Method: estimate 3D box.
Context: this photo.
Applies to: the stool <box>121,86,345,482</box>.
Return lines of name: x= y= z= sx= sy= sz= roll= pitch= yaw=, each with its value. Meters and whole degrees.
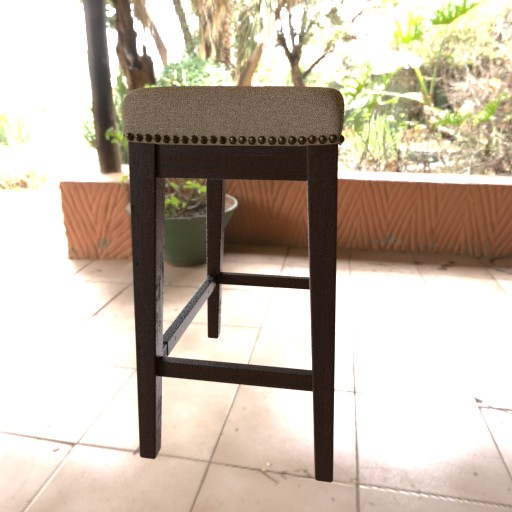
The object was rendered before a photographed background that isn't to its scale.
stool: x=0.000 y=0.000 z=0.950 sx=0.363 sy=0.669 sz=0.509 roll=3 pitch=18 yaw=9
